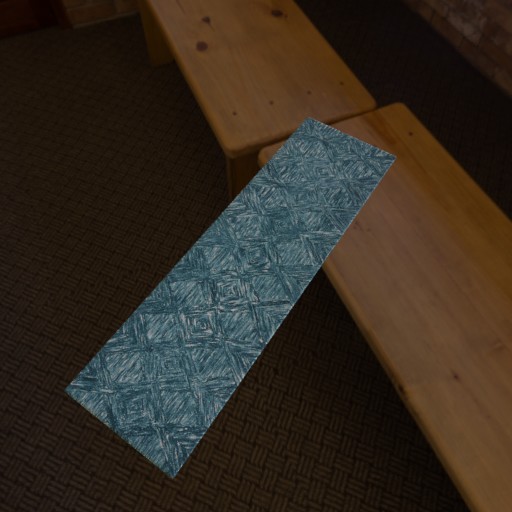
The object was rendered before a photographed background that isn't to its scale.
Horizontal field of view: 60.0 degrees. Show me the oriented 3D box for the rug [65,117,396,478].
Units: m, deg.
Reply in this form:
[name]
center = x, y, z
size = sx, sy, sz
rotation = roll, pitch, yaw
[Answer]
[rug]
center = 0.000, 0.000, 2.519
size = 0.676, 0.016, 2.286
rotation = 30, 64, 17
